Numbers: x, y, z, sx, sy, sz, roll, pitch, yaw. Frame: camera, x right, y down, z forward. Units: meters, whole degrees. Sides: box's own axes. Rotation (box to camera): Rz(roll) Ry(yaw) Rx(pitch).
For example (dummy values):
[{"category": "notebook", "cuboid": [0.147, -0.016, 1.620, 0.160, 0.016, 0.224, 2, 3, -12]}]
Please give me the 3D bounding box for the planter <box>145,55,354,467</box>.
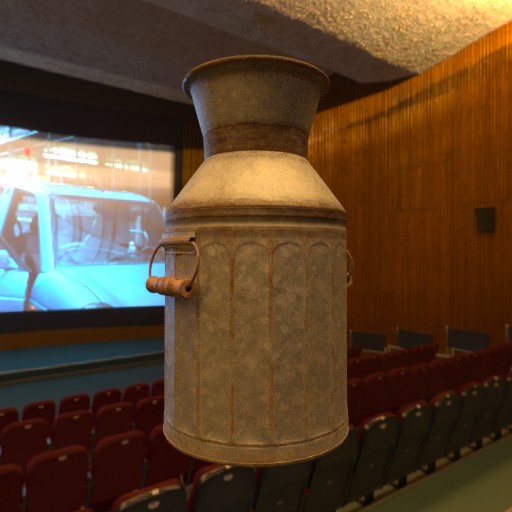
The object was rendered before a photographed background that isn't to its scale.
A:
[{"category": "planter", "cuboid": [0.000, 0.000, 0.519, 0.245, 0.396, 0.214, 0, 0, -38]}]
